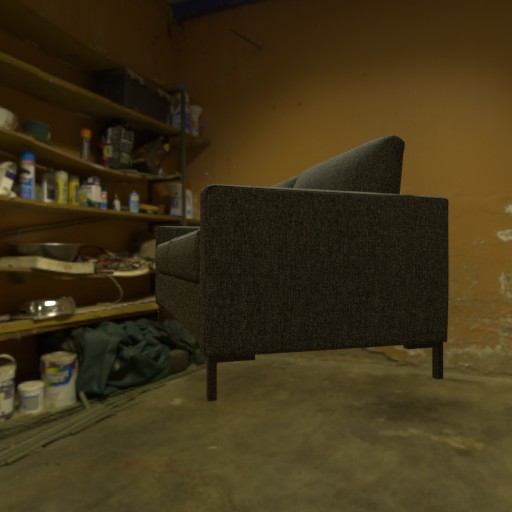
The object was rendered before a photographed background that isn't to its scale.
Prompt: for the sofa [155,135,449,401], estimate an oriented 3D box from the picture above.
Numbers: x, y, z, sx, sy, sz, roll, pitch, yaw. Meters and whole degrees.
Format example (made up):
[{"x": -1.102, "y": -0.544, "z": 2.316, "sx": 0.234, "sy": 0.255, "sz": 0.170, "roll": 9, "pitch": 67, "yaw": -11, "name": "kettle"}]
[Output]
[{"x": 0.000, "y": 0.000, "z": 2.181, "sx": 0.866, "sy": 0.862, "sz": 1.716, "roll": 0, "pitch": -1, "yaw": -17, "name": "sofa"}]
